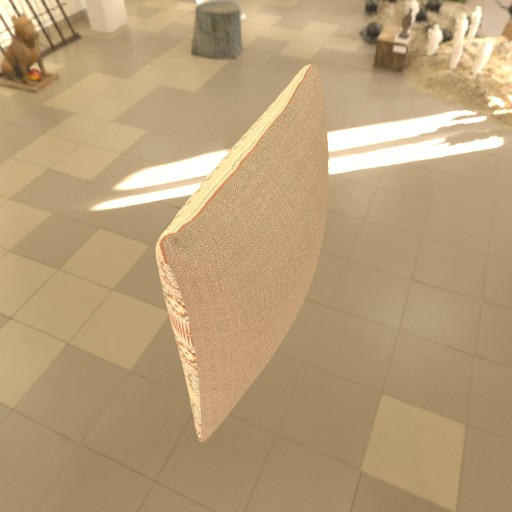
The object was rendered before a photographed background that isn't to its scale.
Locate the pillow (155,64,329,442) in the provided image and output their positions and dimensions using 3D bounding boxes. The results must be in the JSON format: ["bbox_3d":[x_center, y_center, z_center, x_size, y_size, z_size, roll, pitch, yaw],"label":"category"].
[{"bbox_3d":[0.000,0.000,0.813,0.215,0.519,0.521,17,49,16],"label":"pillow"}]
